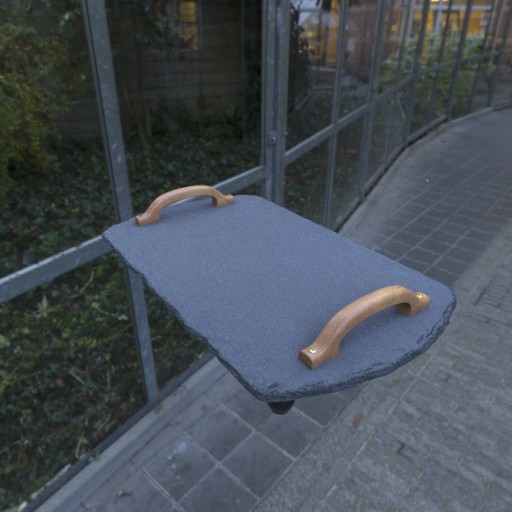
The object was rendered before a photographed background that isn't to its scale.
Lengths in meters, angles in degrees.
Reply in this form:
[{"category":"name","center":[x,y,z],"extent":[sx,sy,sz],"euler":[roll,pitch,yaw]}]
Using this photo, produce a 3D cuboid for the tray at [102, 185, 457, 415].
[{"category":"tray","center":[0.000,0.000,0.465],"extent":[0.231,0.062,0.387],"euler":[-18,33,-31]}]
